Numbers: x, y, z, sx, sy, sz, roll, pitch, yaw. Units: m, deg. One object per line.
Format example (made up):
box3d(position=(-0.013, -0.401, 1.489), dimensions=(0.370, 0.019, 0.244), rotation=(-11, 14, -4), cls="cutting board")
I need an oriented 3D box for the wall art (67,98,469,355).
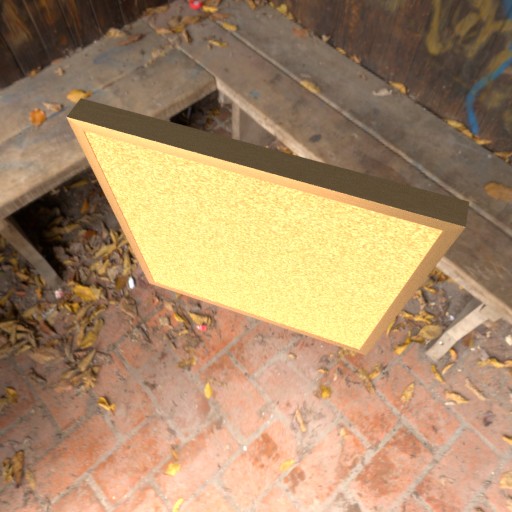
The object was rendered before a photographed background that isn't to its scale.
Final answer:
box3d(position=(0.000, 0.000, 0.768), dimensions=(0.510, 0.509, 0.037), rotation=(17, 63, 9), cls="wall art")
